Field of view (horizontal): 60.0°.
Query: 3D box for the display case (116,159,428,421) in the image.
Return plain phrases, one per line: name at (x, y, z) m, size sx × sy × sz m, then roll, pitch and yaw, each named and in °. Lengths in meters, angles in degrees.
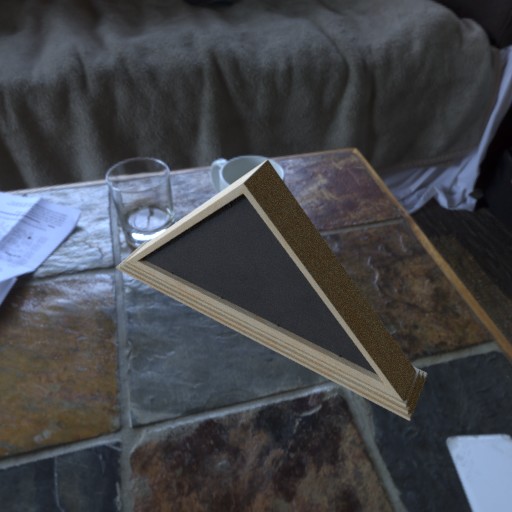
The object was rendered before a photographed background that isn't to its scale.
display case at (0.000, 0.000, 0.738) m, size 0.640 × 0.340 × 0.095 m, roll 24°, pitch 50°, yaw 21°
